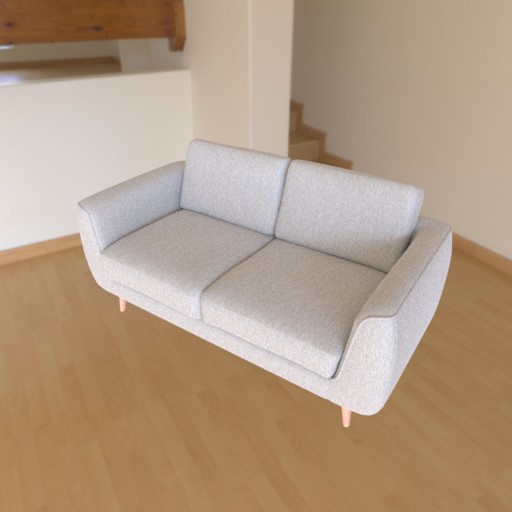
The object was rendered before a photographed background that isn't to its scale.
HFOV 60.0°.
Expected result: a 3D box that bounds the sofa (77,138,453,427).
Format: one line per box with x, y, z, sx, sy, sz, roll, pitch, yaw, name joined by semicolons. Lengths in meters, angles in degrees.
0.000;0.000;2.237;1.700;0.850;0.920;19;36;29;sofa
